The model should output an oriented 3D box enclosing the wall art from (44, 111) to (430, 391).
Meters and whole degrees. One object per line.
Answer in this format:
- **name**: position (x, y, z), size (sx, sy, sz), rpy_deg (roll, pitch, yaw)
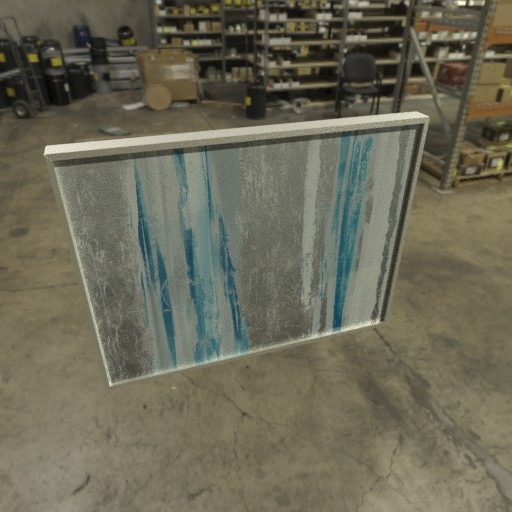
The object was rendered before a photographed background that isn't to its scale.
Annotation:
- **wall art**: position (0.000, 0.000, 1.406), size (1.056, 0.801, 0.066), rpy_deg (-10, 33, -15)
